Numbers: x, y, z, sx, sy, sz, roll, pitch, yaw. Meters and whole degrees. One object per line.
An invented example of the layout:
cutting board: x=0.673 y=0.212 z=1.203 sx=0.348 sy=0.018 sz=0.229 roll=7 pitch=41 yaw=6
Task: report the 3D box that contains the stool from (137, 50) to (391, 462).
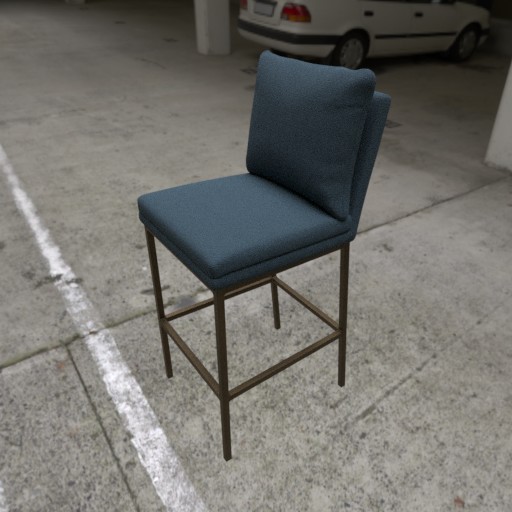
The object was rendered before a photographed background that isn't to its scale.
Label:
stool: x=0.000 y=0.000 z=1.401 sx=0.568 sy=1.124 sz=0.463 roll=-20 pitch=37 yaw=-29
